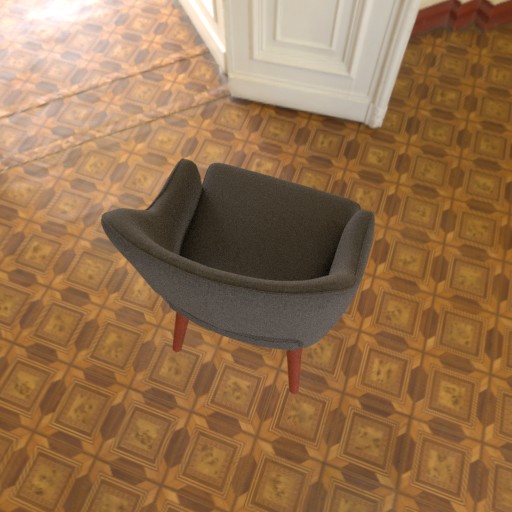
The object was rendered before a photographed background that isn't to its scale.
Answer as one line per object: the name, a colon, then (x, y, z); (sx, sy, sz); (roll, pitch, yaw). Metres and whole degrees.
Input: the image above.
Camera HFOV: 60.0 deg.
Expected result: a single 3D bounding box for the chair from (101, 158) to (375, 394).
chair: (0.000, 0.000, 1.195); (0.559, 0.838, 0.560); (17, 64, 9)
